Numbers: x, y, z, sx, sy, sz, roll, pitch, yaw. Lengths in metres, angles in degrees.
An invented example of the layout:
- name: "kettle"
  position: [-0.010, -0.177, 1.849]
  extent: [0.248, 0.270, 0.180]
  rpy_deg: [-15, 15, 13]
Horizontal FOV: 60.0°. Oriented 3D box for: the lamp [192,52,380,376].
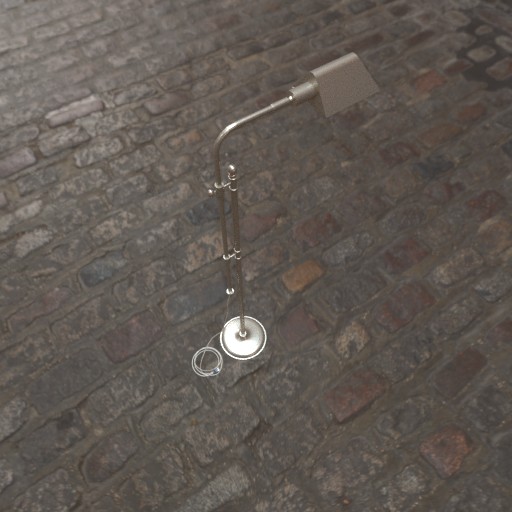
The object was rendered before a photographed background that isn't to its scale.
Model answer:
- name: "lamp"
  position: [0.000, 0.000, 1.844]
  extent: [0.813, 1.571, 0.256]
  rpy_deg: [-31, 63, -18]
